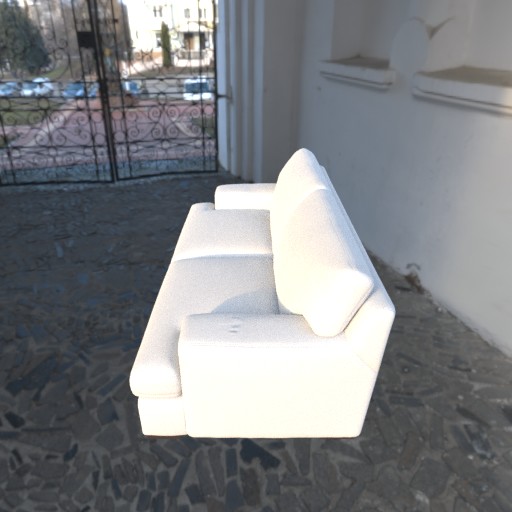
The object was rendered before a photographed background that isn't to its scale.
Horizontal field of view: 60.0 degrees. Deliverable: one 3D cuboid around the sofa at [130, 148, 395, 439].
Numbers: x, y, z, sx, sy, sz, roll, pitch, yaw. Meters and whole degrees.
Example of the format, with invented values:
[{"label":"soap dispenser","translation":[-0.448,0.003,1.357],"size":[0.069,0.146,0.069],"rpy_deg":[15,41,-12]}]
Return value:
[{"label":"sofa","translation":[0.000,0.000,2.876],"size":[1.143,0.940,2.261],"rpy_deg":[0,27,0]}]
